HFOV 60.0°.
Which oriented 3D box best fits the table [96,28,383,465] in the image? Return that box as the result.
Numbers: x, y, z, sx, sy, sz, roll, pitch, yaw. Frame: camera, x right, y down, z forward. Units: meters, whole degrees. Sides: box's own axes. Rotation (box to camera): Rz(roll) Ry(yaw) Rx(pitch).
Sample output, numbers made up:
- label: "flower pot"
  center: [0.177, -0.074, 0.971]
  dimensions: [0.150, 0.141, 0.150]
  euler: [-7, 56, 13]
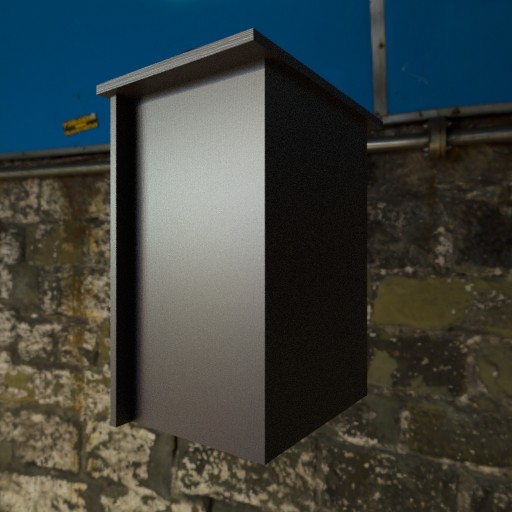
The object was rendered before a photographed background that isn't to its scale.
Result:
- label: "table"
  center: [0.000, 0.000, 1.049]
  dimensions: [0.408, 0.711, 0.589]
  euler: [0, 0, 35]
